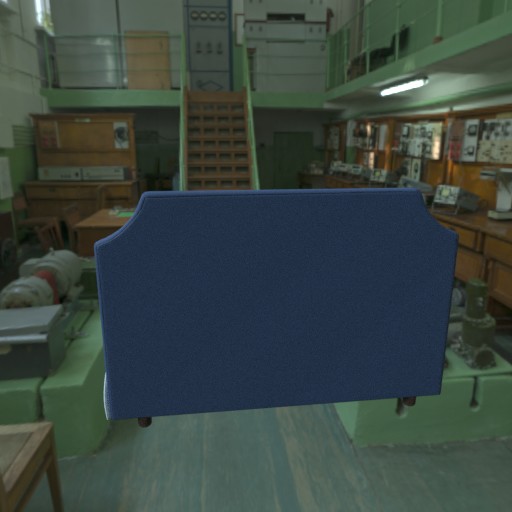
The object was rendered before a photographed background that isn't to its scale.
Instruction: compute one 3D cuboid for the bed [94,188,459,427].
[{"bbox_3d":[0.000,0.000,4.051,2.350,1.488,2.773,-2,15,-7],"label":"bed"}]
